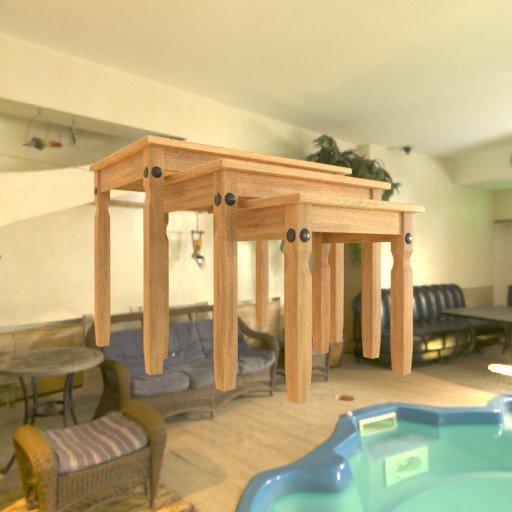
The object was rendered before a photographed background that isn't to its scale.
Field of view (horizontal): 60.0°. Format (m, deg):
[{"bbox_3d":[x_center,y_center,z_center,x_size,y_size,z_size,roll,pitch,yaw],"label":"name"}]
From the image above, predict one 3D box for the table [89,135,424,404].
[{"bbox_3d":[0.000,0.000,1.204,0.660,0.535,0.773,0,1,-36],"label":"table"}]
